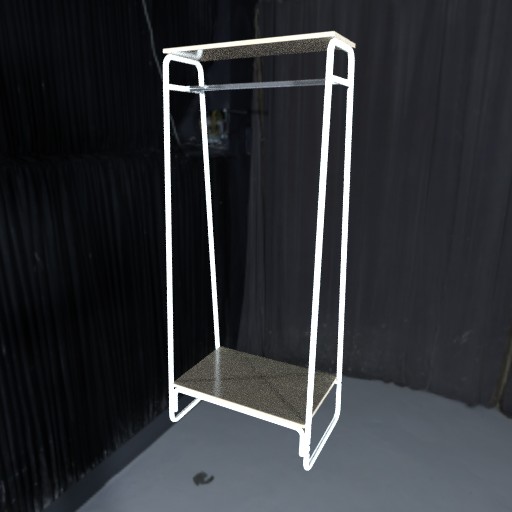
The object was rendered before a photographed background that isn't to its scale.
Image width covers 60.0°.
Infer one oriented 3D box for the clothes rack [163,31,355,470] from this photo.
[{"bbox_3d":[0.000,0.000,1.745,0.640,1.512,0.400,8,18,27],"label":"clothes rack"}]
